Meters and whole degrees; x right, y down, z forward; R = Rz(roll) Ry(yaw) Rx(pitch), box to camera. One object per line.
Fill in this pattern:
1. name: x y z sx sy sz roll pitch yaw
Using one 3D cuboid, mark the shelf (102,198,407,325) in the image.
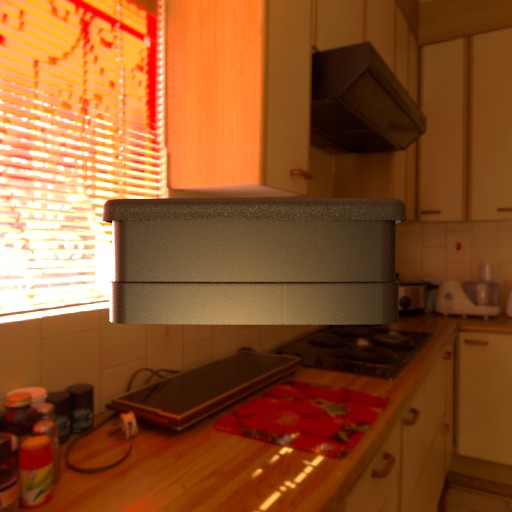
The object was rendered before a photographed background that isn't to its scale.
1. shelf: 0.000 0.000 0.542 0.280 0.100 0.410 0 1 1
